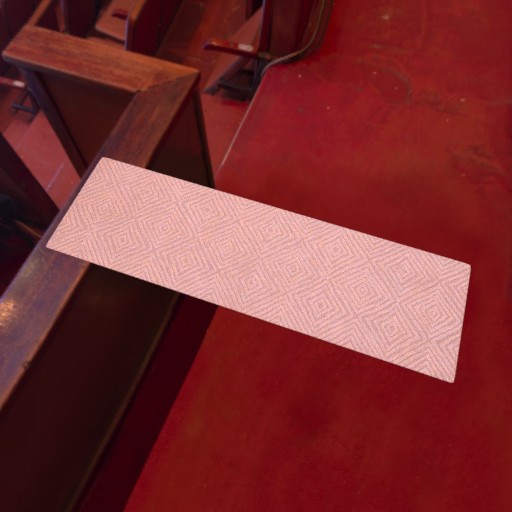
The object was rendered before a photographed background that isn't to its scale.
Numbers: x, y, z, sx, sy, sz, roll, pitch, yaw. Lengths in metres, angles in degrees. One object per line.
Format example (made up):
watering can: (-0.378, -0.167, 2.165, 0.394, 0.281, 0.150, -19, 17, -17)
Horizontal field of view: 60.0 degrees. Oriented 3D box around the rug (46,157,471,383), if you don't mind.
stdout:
rug: (0.000, 0.000, 2.471, 2.277, 0.008, 0.676, 17, 65, 8)
